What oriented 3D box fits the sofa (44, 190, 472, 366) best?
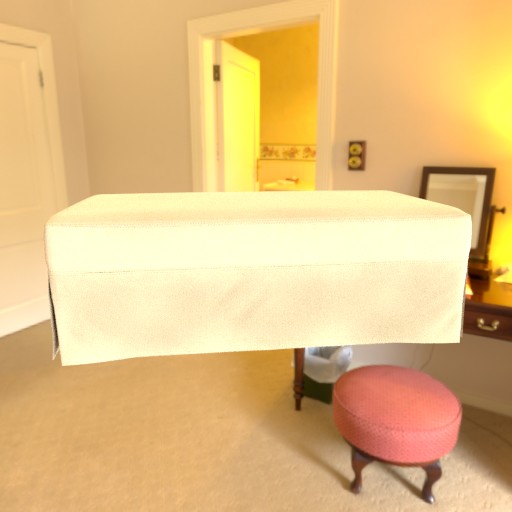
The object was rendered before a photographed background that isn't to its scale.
[{"bbox_3d":[0.000,0.000,2.114,1.677,0.552,0.939,-2,15,-7],"label":"sofa"}]
